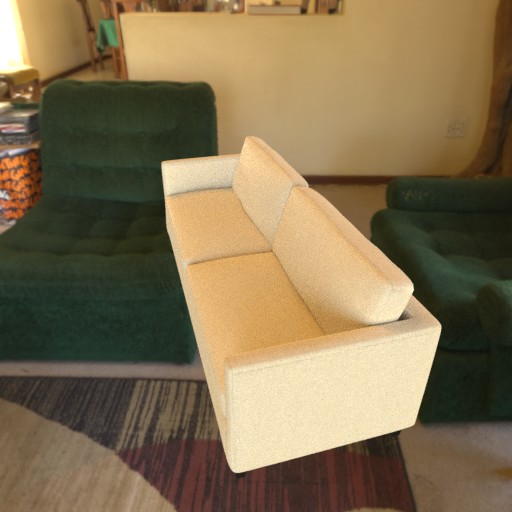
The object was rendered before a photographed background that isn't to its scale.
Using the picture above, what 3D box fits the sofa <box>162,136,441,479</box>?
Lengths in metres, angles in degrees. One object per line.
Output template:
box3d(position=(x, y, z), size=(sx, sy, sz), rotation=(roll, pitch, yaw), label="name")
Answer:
box3d(position=(0.000, 0.000, 2.855), size=(0.948, 0.965, 2.434), rotation=(-9, 32, -14), label="sofa")
